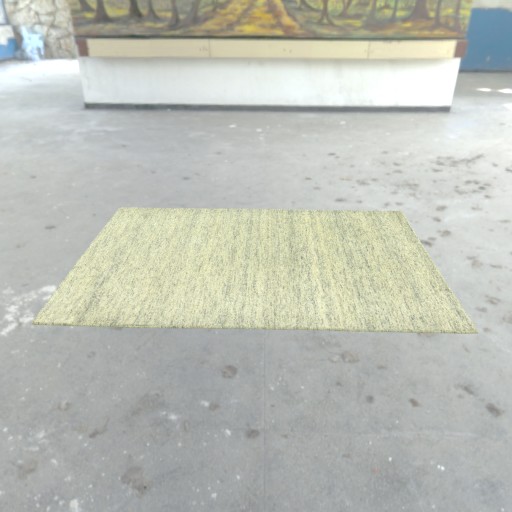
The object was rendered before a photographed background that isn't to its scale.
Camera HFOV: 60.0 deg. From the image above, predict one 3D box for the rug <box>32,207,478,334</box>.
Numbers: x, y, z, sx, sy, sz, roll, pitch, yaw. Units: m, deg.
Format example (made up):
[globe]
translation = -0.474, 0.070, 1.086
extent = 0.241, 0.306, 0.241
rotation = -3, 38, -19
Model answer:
[rug]
translation = 0.000, 0.000, 2.356
extent = 1.846, 0.014, 1.243
rotation = 1, 29, 2
